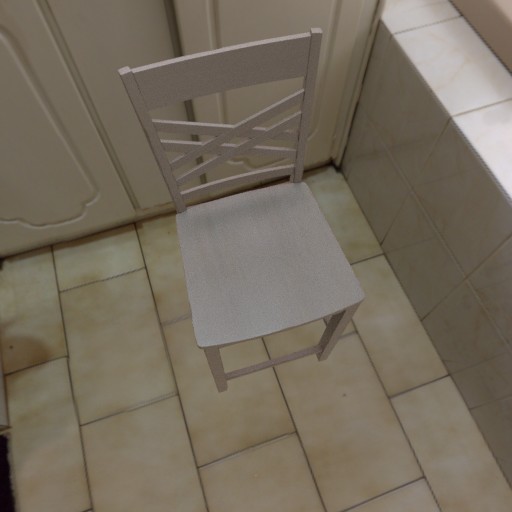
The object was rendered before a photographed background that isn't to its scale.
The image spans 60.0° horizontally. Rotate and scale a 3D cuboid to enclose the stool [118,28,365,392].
[{"bbox_3d":[0.000,0.000,1.344,0.462,1.079,0.539,-15,65,-7],"label":"stool"}]
